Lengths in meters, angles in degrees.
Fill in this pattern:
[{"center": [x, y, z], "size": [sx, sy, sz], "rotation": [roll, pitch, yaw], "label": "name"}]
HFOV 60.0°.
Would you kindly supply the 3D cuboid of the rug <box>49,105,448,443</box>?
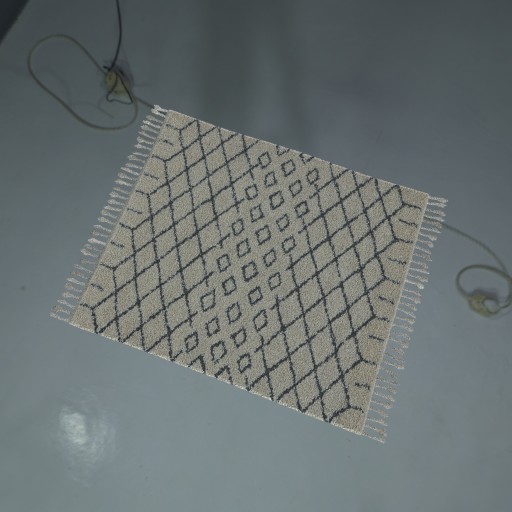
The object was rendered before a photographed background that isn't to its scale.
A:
[{"center": [0.000, 0.000, 4.236], "size": [3.213, 0.030, 2.388], "rotation": [19, 76, 5], "label": "rug"}]
